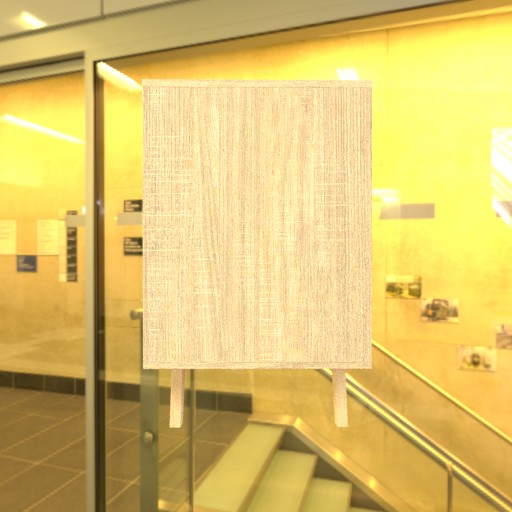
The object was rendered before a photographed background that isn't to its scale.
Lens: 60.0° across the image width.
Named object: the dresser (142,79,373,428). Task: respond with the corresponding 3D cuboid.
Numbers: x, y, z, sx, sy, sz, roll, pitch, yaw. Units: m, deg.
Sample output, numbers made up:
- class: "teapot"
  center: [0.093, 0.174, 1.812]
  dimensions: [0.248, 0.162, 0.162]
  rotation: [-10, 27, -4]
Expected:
- class: "dresser"
  center: [0.000, 0.000, 1.521]
  dimensions: [0.500, 0.780, 1.110]
  rotation: [0, 1, 0]
